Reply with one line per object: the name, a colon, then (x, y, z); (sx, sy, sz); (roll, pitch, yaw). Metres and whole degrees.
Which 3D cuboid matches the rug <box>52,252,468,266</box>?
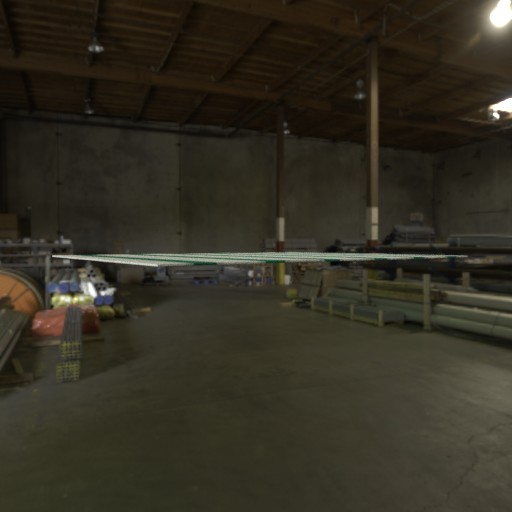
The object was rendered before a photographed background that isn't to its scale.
rug: (0.000, 0.000, 4.139); (3.041, 0.019, 2.434); (-1, 2, -36)
